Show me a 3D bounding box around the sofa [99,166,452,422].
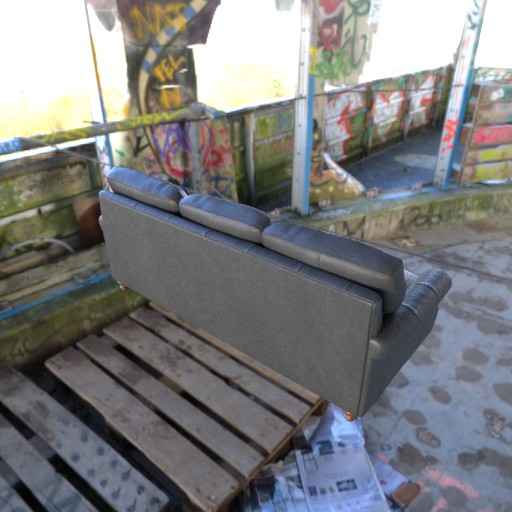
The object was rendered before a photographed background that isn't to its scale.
[{"bbox_3d":[0.000,0.000,3.020,2.387,0.977,0.974,22,35,34],"label":"sofa"}]
